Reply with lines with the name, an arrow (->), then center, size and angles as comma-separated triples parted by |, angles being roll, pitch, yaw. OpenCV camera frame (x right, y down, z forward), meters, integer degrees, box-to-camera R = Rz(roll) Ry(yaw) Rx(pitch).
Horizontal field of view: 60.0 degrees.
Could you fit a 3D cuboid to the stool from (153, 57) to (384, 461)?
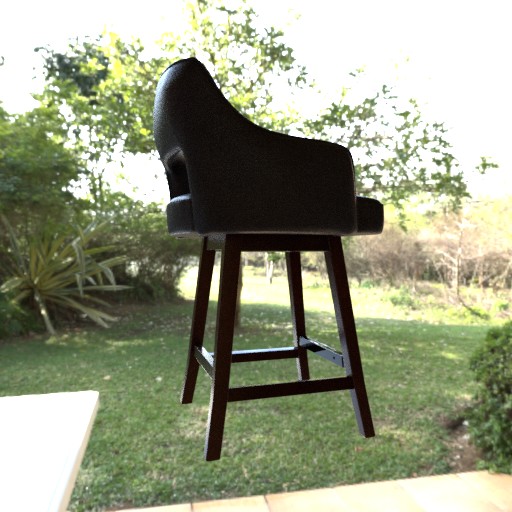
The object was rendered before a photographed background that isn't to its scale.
stool -> 0.000, 0.000, 1.259 | 0.560, 0.936, 0.550 | 0, 1, -18
